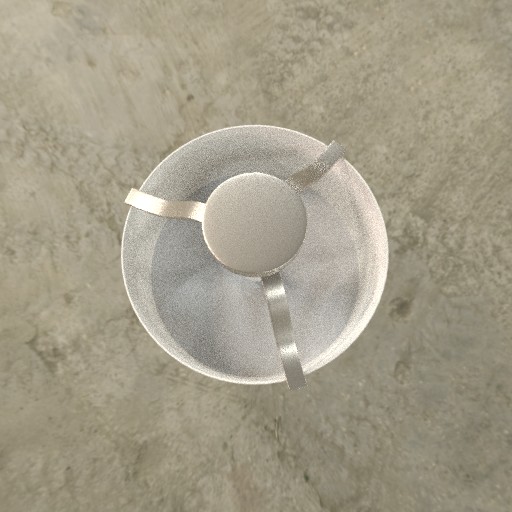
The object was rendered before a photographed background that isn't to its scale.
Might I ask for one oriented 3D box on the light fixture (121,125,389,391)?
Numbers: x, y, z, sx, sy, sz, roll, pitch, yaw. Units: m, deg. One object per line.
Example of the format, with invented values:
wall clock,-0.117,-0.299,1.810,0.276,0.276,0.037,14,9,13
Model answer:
light fixture,0.000,0.000,0.669,0.395,0.304,0.395,0,77,0
